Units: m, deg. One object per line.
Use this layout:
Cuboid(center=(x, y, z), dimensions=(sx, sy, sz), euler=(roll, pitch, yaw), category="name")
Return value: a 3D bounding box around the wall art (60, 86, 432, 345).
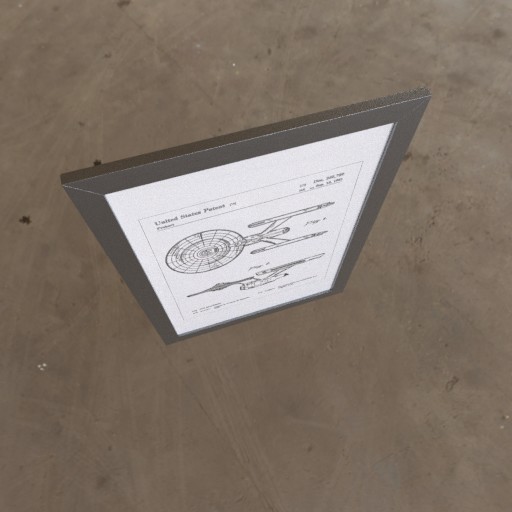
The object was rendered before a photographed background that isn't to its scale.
Cuboid(center=(0.000, 0.000, 0.668), dimensions=(0.376, 0.529, 0.013), euler=(-16, 64, -8), category="wall art")
